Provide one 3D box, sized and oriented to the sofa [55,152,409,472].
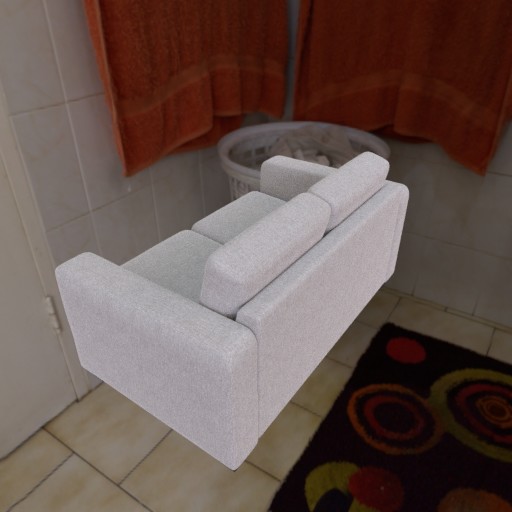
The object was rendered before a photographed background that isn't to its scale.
[{"bbox_3d":[0.000,0.000,2.086,0.900,0.800,1.540,21,38,29],"label":"sofa"}]
